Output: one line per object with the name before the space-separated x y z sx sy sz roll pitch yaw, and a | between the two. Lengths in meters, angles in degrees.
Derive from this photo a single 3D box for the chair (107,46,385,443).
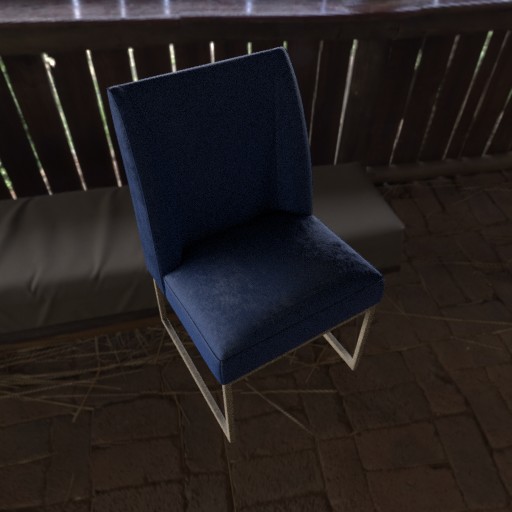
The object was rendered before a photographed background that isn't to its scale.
chair | 0.000 0.000 1.207 0.508 0.863 0.522 -23 50 -21
